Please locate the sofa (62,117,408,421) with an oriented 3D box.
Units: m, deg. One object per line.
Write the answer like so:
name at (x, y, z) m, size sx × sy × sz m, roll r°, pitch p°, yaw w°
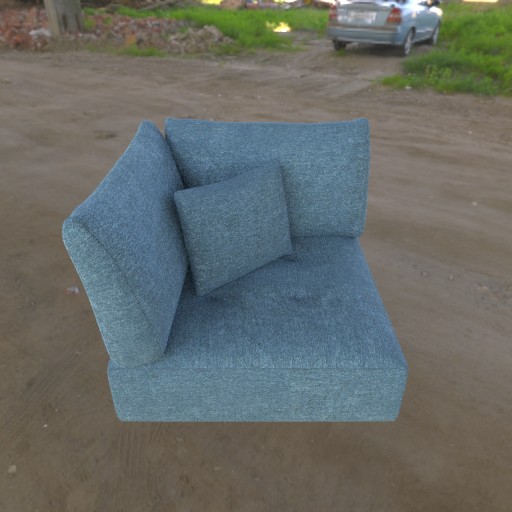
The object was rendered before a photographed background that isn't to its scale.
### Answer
sofa at (0.000, 0.000, 1.718) m, size 1.000 × 0.820 × 1.000 m, roll 0°, pitch 32°, yaw 0°
